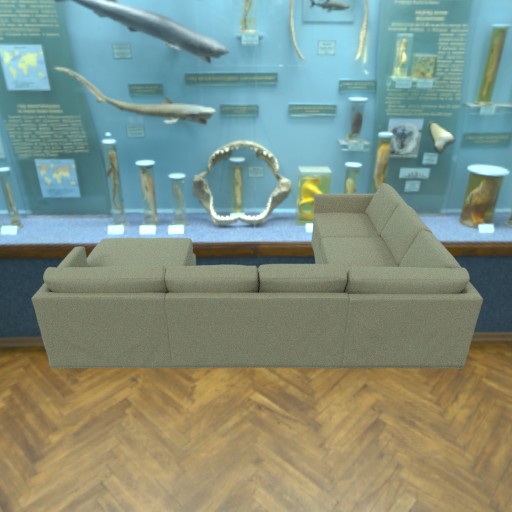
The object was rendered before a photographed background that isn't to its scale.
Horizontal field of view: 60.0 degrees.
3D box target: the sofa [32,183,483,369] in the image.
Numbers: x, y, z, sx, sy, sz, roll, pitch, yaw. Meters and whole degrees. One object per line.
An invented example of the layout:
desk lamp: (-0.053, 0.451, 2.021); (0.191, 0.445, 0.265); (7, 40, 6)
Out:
sofa: (0.000, 0.000, 4.534); (3.460, 0.882, 2.427); (0, 27, 0)
